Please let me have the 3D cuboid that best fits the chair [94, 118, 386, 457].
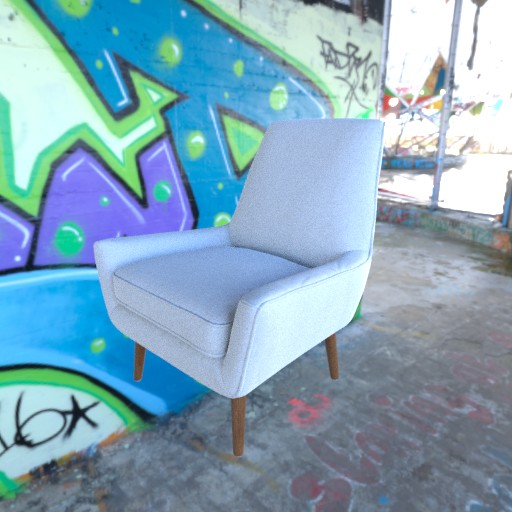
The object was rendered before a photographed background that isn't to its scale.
[{"bbox_3d":[0.000,0.000,1.482,0.822,0.888,0.787,-15,22,-42],"label":"chair"}]
